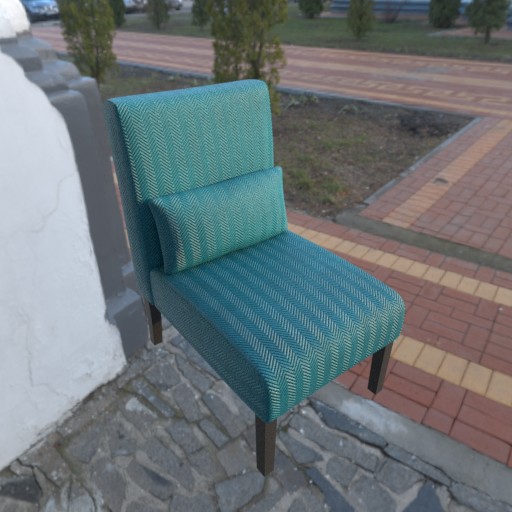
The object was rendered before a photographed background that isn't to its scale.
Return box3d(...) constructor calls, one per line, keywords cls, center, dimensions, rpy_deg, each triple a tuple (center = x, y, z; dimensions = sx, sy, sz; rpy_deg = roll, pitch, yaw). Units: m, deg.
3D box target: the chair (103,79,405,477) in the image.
box3d(cls="chair", center=(0.000, 0.000, 1.426), dimensions=(0.579, 0.927, 0.808), rpy_deg=(-22, 38, -31))
